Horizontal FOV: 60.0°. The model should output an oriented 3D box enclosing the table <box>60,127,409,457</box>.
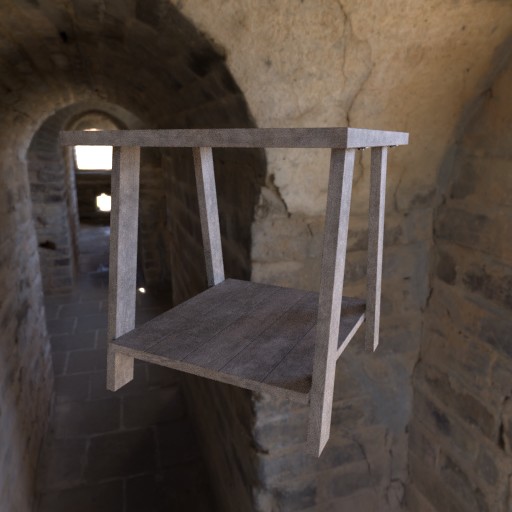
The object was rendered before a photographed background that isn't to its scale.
[{"bbox_3d":[0.000,0.000,1.131,0.610,0.610,0.610,7,16,26],"label":"table"}]
